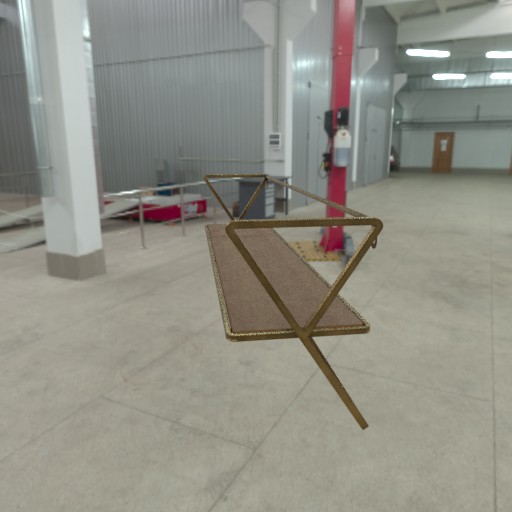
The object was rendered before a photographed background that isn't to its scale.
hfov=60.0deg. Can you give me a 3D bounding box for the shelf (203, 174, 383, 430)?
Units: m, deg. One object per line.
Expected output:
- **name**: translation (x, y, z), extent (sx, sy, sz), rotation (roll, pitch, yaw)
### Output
- **shelf**: translation (0.000, 0.000, 0.743), extent (0.150, 0.229, 0.645), rotation (-2, 14, -8)
